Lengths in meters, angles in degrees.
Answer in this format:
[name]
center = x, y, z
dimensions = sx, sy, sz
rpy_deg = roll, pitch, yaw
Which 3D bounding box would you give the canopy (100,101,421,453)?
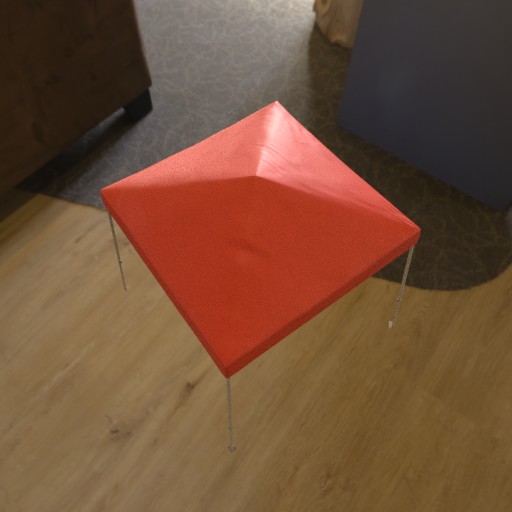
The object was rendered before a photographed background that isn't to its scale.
[canopy]
center = 0.000, 0.000, 5.297
dimensions = 2.849, 2.850, 2.850
rpy_deg = -32, 64, -18
